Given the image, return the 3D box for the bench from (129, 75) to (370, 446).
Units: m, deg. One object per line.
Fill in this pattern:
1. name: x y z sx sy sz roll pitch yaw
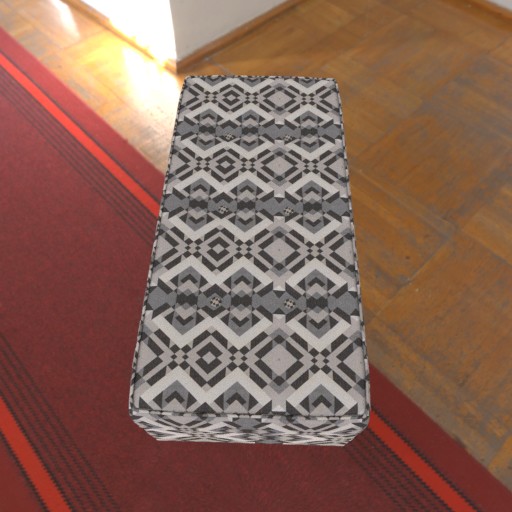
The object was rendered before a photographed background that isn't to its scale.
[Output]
1. bench: 0.000 0.000 1.293 0.492 0.477 1.016 1 59 1
